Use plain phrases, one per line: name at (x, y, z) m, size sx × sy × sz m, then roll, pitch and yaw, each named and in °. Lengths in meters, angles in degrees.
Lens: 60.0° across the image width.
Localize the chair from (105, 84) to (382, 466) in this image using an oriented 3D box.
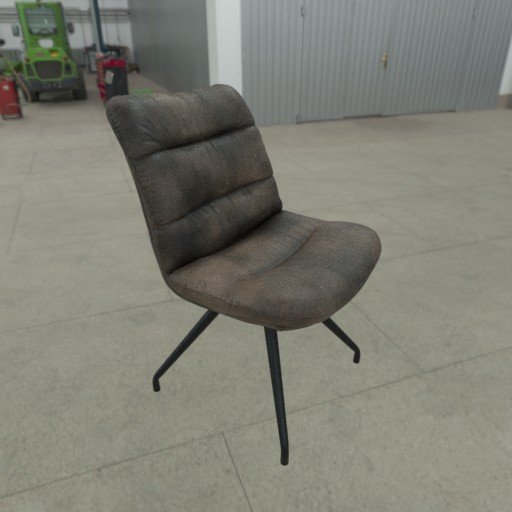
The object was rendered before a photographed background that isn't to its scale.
chair at (0.000, 0.000, 1.267) m, size 0.622 × 0.870 × 0.549 m, roll 17°, pitch 32°, yaw 30°
